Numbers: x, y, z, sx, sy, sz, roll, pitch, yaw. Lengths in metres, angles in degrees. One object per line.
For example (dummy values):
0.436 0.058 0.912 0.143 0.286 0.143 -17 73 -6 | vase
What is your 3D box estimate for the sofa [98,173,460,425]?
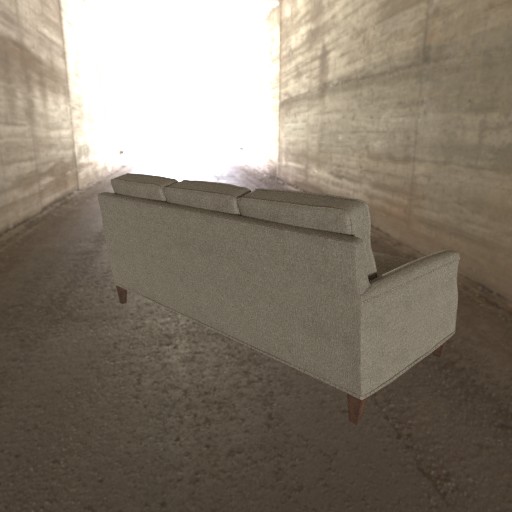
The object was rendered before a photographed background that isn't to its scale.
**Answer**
0.000 0.000 2.883 2.246 1.003 1.084 15 21 43 | sofa
